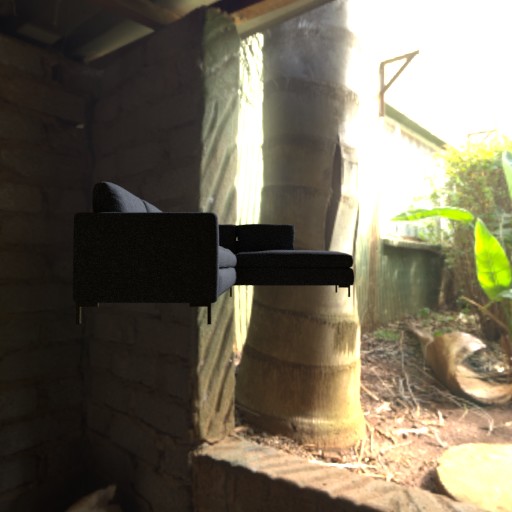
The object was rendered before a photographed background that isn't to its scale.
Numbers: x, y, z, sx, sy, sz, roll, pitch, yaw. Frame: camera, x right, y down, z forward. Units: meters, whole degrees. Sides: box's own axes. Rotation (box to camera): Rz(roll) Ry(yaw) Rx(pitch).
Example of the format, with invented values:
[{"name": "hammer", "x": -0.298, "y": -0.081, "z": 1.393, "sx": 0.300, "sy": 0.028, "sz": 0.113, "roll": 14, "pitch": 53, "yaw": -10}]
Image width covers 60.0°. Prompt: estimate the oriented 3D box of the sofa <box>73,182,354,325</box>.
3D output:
[{"name": "sofa", "x": 0.000, "y": 0.000, "z": 3.872, "sx": 2.007, "sy": 0.815, "sz": 2.949, "roll": 0, "pitch": -1, "yaw": 0}]
